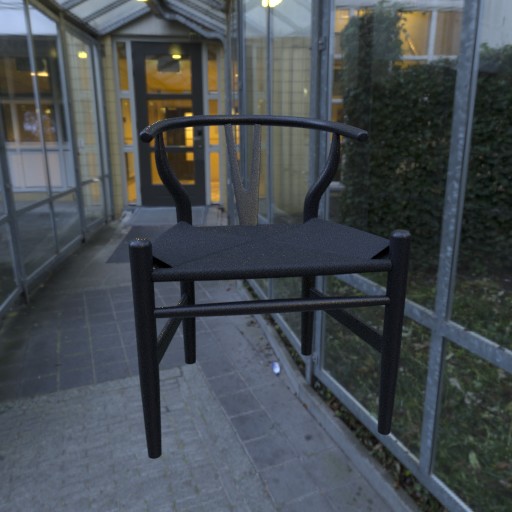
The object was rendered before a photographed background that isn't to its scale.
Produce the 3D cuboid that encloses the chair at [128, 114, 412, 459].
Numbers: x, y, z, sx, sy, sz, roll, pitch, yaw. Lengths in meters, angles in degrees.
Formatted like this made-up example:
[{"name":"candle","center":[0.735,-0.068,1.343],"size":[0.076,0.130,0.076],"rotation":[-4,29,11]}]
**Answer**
[{"name":"chair","center":[0.000,0.000,1.163],"size":[0.569,0.730,0.579],"rotation":[-2,15,-8]}]
